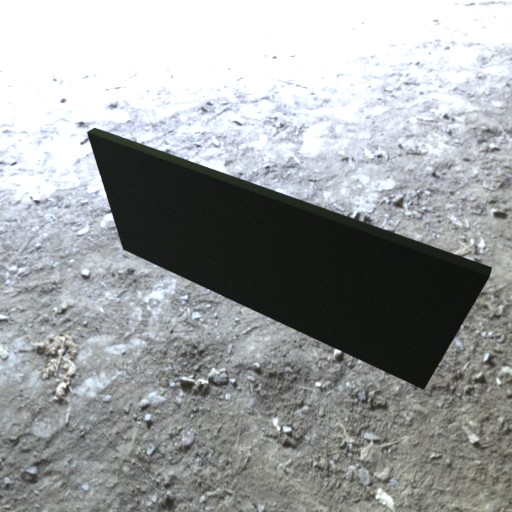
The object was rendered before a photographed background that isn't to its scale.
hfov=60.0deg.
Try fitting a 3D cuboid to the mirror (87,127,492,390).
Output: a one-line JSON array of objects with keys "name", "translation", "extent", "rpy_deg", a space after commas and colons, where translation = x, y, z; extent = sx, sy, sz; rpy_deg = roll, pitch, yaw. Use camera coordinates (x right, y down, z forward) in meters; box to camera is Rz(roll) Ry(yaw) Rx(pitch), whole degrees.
[{"name": "mirror", "translation": [0.000, 0.000, 1.816], "extent": [1.584, 0.692, 0.047], "rpy_deg": [23, 50, 20]}]
